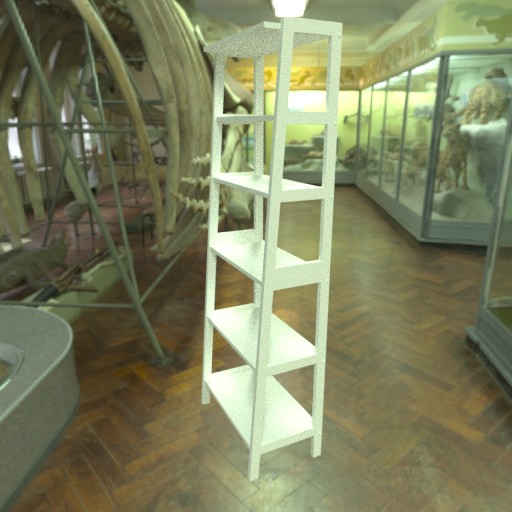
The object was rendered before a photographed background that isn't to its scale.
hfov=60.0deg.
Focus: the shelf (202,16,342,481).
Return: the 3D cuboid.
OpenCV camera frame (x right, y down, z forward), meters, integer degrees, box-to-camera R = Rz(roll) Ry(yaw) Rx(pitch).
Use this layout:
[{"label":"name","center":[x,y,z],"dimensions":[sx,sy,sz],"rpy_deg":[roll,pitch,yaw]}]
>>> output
[{"label":"shelf","center":[0.000,0.000,2.082],"dimensions":[0.381,1.892,0.660],"rpy_deg":[-8,19,-25]}]
